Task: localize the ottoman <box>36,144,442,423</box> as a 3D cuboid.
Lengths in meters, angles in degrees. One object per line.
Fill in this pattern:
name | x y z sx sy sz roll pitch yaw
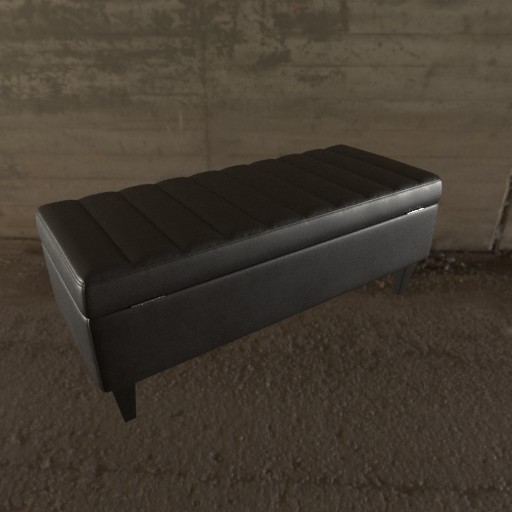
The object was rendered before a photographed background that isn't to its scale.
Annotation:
ottoman | 0.000 0.000 1.406 1.151 0.469 0.482 -18 34 -29
